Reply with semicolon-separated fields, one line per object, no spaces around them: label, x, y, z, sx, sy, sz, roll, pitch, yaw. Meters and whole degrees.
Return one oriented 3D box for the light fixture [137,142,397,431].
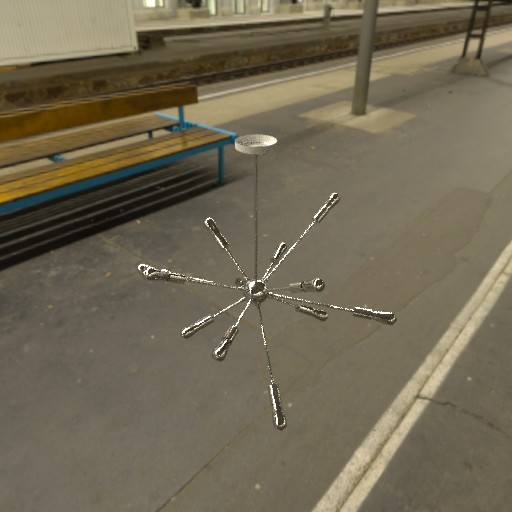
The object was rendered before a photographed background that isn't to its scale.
light fixture;0.000;0.000;1.060;0.684;0.558;0.509;10;33;16
